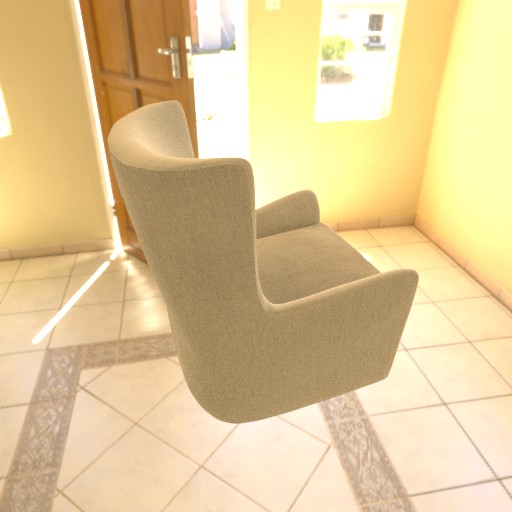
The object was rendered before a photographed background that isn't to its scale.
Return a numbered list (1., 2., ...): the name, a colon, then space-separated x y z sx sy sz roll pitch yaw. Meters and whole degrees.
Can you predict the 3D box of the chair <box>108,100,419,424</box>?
1. chair: 0.000 0.000 1.635 0.904 1.000 0.779 -10 31 -17
